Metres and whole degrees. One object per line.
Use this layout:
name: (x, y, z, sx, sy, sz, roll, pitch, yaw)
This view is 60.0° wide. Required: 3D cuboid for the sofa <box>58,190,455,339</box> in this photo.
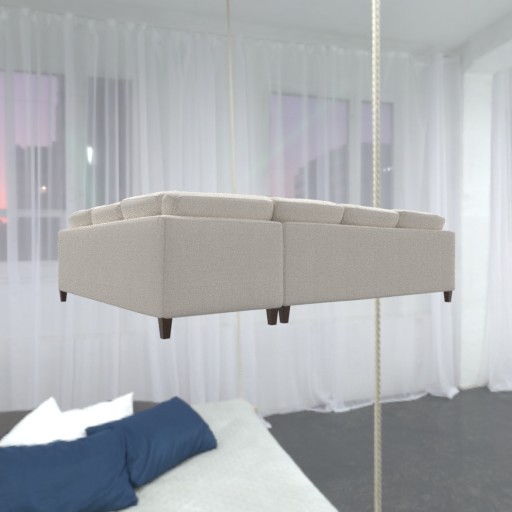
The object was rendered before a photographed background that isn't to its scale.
sofa: (0.000, 0.000, 4.586, 3.302, 0.947, 2.593, 0, 1, -37)
